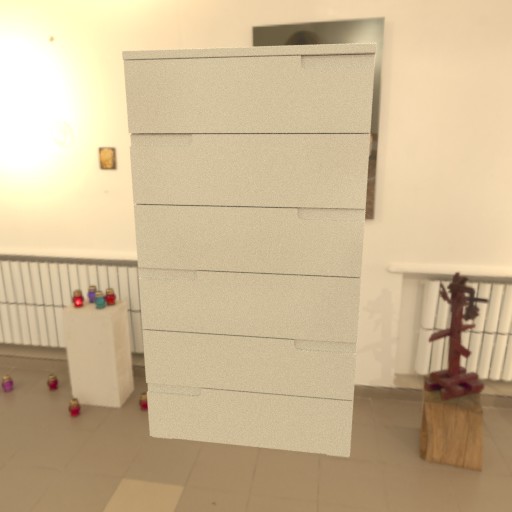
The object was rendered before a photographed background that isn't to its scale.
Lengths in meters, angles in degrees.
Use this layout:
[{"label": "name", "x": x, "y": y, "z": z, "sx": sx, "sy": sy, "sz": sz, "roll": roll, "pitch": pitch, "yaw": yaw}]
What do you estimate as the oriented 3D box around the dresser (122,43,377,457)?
[{"label": "dresser", "x": 0.000, "y": 0.000, "z": 1.456, "sx": 0.650, "sy": 1.190, "sz": 0.400, "roll": 2, "pitch": 15, "yaw": 8}]
